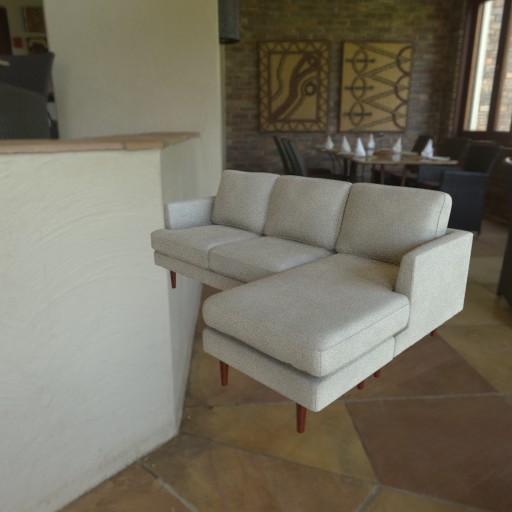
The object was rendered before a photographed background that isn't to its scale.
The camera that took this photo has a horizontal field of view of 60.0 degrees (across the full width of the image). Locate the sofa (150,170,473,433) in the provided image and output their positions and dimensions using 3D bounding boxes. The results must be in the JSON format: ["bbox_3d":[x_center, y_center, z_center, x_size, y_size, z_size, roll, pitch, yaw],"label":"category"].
[{"bbox_3d":[0.000,0.000,2.982,1.504,0.956,2.233,-16,22,-42],"label":"sofa"}]
